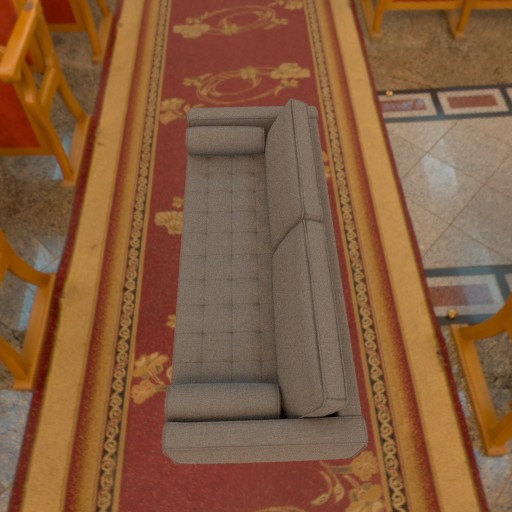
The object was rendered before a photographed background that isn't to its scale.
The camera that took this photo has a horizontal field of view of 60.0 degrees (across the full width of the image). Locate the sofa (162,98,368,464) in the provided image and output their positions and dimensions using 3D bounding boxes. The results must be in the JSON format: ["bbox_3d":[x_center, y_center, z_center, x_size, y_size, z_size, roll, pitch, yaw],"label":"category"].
[{"bbox_3d":[0.000,0.000,2.630,0.914,0.762,2.198,-1,58,-1],"label":"sofa"}]
